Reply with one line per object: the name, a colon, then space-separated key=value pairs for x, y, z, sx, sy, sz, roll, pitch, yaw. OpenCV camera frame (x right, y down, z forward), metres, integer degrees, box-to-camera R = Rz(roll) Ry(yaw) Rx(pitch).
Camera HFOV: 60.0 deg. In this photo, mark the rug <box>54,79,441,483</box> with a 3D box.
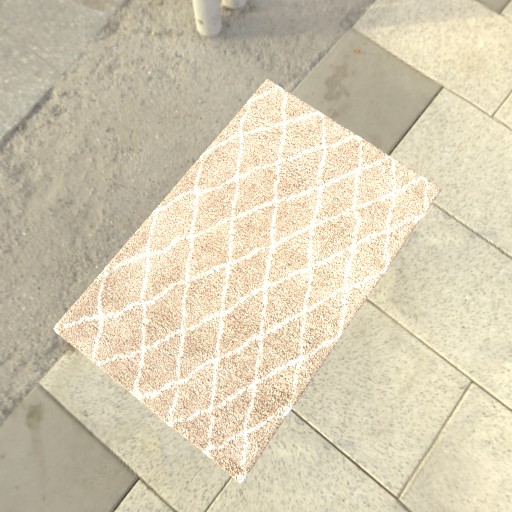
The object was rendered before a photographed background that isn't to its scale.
rug: x=0.000 y=0.000 z=3.489 sx=1.778 sy=0.030 sz=2.743 roll=36 pitch=77 yaw=9
